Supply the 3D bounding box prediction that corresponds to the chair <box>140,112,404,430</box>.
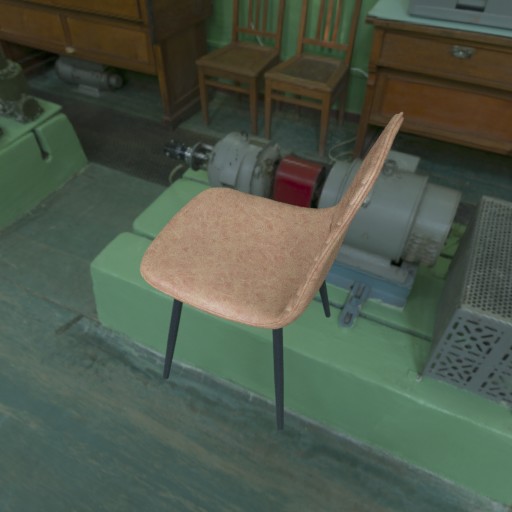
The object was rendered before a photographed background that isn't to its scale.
[{"bbox_3d":[0.000,0.000,1.202,0.561,0.889,0.472,18,48,17],"label":"chair"}]
